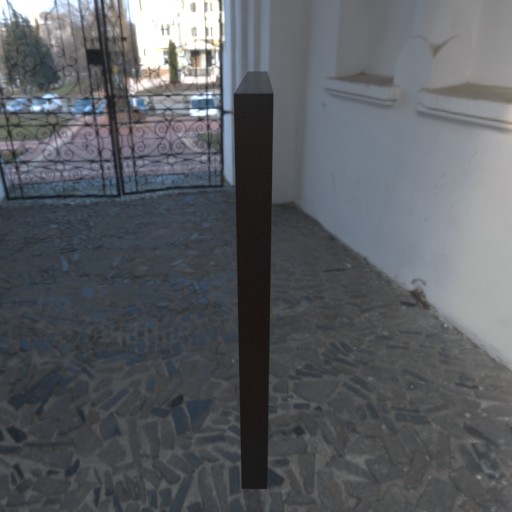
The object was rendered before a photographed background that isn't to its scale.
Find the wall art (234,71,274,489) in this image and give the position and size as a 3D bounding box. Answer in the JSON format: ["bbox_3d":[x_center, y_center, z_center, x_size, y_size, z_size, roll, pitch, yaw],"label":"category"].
[{"bbox_3d":[0.000,0.000,0.740,0.038,0.551,0.448,0,25,1],"label":"wall art"}]
